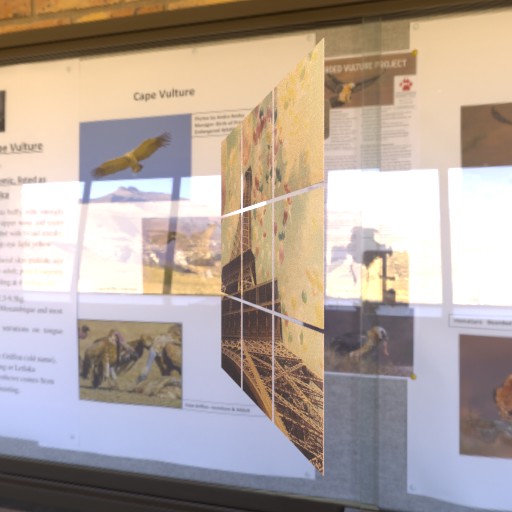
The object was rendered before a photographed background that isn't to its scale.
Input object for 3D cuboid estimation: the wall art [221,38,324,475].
[{"bbox_3d":[0.000,0.000,2.245,0.002,1.505,1.517,0,0,-18],"label":"wall art"}]
